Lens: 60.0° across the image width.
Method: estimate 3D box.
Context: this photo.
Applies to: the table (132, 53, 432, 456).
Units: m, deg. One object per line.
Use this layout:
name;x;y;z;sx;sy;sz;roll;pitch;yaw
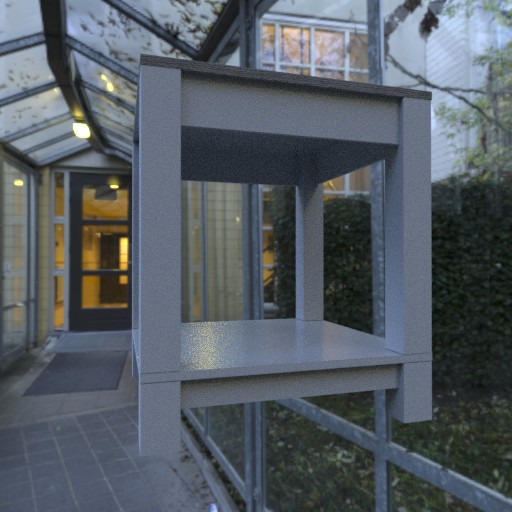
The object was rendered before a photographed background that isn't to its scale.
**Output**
table;0.000;0.000;0.960;0.506;0.587;0.504;0;0;-17
